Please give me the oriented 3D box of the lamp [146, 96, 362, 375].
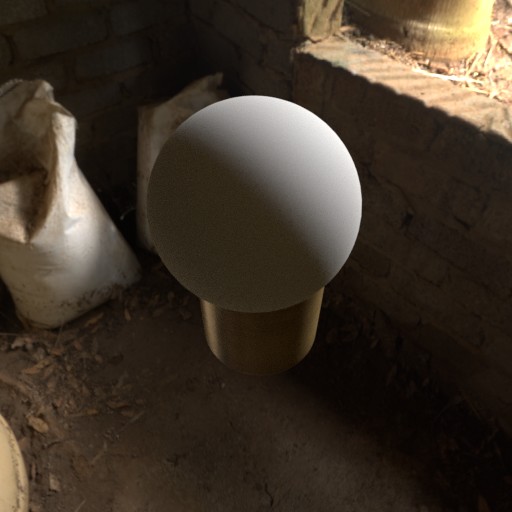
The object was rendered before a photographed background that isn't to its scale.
[{"bbox_3d":[0.000,0.000,0.343,0.141,0.250,0.152,10,48,9],"label":"lamp"}]
